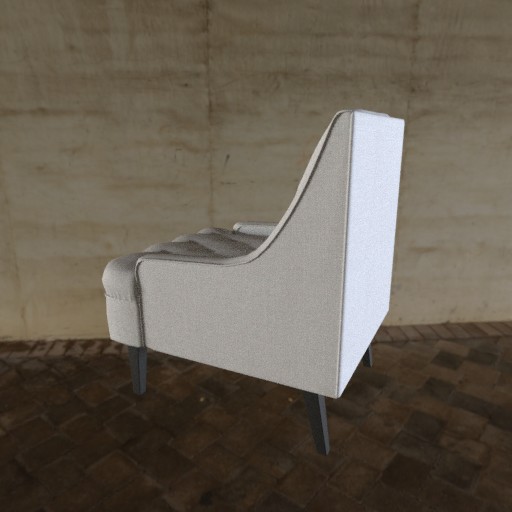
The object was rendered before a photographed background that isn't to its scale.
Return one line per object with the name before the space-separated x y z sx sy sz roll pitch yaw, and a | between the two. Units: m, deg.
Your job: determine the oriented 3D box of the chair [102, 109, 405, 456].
chair | 0.000 0.000 1.455 0.772 0.891 0.658 8 17 26
